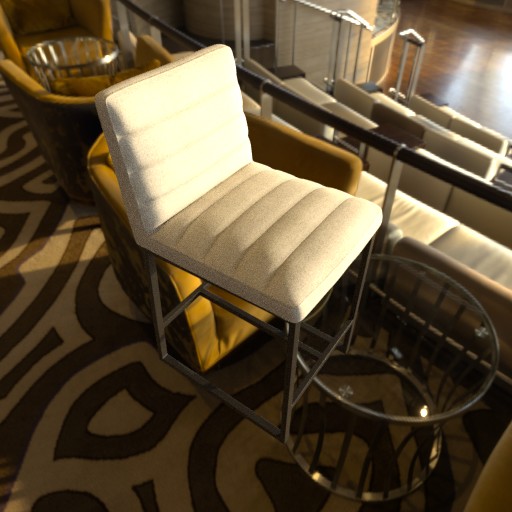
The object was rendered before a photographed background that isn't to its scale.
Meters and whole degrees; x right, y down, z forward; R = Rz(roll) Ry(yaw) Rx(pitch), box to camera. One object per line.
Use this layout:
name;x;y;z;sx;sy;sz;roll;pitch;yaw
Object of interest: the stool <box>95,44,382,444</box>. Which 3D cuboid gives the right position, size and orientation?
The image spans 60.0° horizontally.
stool;0.000;0.000;1.281;0.567;0.971;0.459;26;48;26
